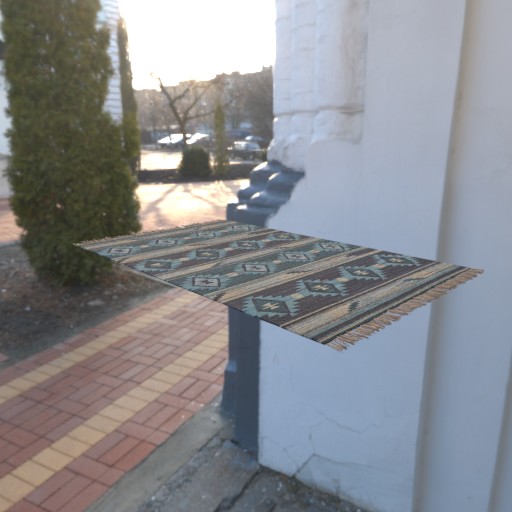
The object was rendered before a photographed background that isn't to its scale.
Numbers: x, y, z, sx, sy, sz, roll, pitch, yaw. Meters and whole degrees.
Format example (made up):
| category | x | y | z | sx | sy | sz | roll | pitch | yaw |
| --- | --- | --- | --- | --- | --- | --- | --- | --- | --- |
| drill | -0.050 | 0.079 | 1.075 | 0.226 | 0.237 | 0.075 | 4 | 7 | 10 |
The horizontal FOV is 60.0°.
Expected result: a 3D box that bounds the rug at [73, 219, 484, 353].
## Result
| category | x | y | z | sx | sy | sz | roll | pitch | yaw |
| --- | --- | --- | --- | --- | --- | --- | --- | --- | --- |
| rug | 0.000 | 0.000 | 2.380 | 1.181 | 0.028 | 1.936 | -14 | 20 | -42 |
